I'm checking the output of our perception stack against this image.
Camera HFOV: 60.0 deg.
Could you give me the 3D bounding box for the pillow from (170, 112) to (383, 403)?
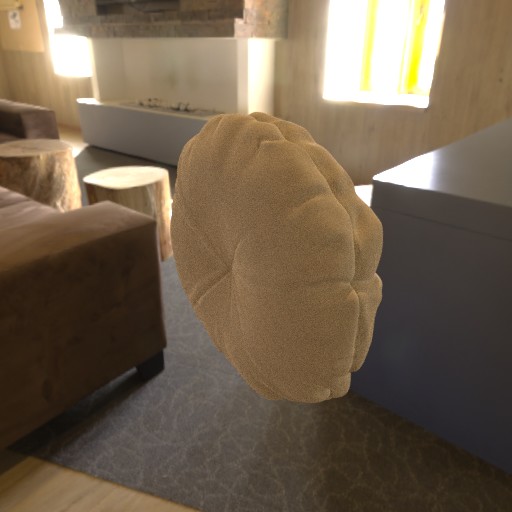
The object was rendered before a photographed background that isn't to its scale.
[{"bbox_3d":[0.000,0.000,0.656,0.148,0.407,0.428,-17,31,-31],"label":"pillow"}]
